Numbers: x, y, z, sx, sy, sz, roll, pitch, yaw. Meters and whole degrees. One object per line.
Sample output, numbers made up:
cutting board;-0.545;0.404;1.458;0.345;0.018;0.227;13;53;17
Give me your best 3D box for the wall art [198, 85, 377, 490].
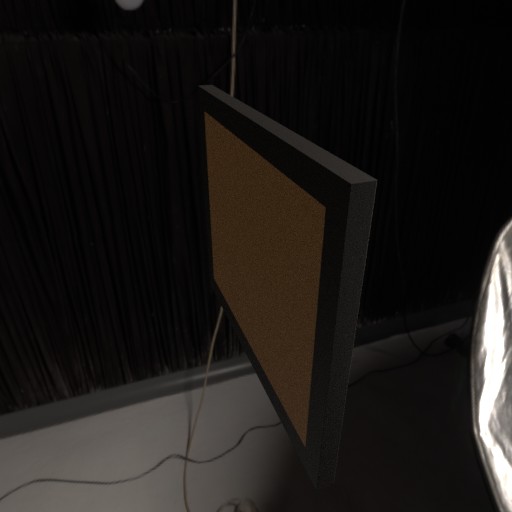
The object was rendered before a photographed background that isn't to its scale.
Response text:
wall art;0.000;0.000;0.745;0.028;0.460;0.561;-11;32;-18
